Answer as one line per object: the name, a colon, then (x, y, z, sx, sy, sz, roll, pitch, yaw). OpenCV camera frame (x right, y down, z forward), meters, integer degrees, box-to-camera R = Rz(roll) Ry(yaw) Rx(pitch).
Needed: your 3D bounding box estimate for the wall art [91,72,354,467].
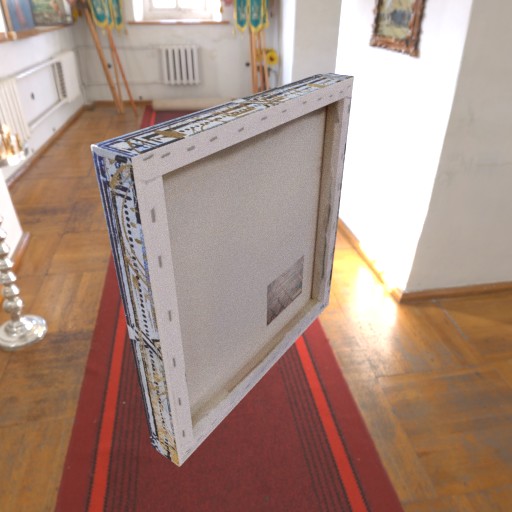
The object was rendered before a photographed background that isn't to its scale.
wall art: (0.000, 0.000, 0.452, 0.038, 0.306, 0.302, 21, 38, 29)
